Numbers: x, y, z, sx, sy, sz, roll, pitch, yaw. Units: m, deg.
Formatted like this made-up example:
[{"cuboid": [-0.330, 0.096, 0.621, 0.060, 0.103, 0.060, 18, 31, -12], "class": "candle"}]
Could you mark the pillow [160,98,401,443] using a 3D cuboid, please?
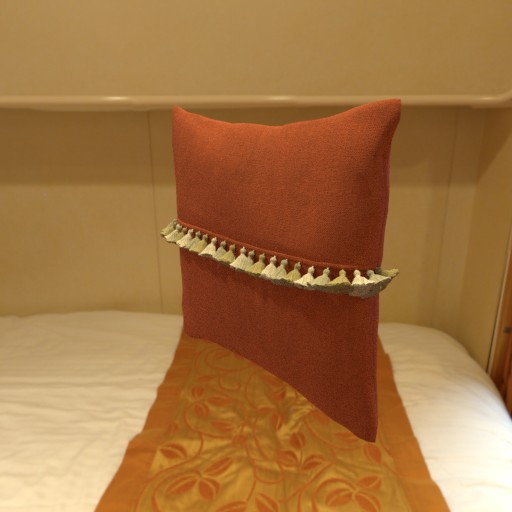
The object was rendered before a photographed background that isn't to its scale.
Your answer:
[{"cuboid": [0.000, 0.000, 0.735, 0.165, 0.482, 0.490, -16, 24, -41], "class": "pillow"}]
